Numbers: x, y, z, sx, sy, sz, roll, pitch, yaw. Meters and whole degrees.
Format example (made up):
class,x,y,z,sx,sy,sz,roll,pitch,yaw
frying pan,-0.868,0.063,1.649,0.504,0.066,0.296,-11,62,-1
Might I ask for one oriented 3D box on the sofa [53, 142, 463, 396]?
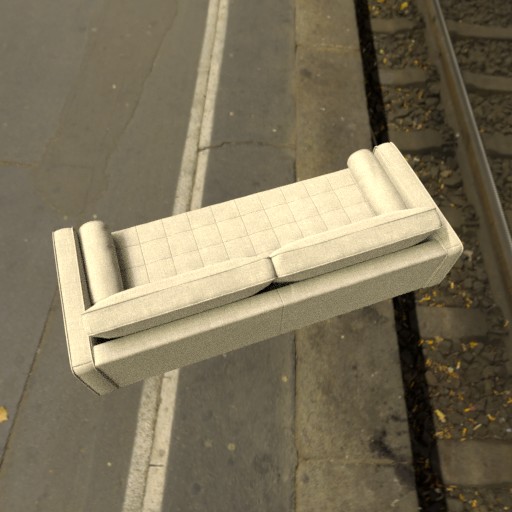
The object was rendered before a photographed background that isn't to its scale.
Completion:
class,x,y,z,sx,sy,sz,roll,pitch,yaw
sofa,0.000,0.000,2.682,2.211,0.762,0.914,-17,61,-10
